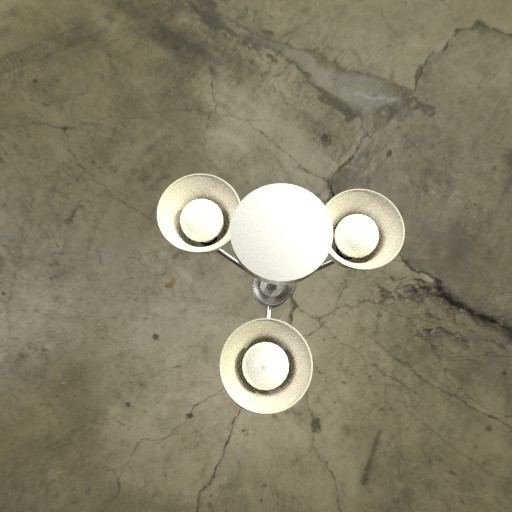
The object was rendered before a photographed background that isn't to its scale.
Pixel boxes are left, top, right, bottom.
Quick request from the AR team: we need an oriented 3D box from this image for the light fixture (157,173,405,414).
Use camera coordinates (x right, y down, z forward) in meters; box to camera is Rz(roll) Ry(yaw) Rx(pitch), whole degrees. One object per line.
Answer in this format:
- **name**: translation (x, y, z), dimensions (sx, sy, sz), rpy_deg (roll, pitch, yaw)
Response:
- **light fixture**: translation (0.000, 0.000, 0.699), dimensions (0.354, 0.370, 0.388), rpy_deg (35, 77, 9)
